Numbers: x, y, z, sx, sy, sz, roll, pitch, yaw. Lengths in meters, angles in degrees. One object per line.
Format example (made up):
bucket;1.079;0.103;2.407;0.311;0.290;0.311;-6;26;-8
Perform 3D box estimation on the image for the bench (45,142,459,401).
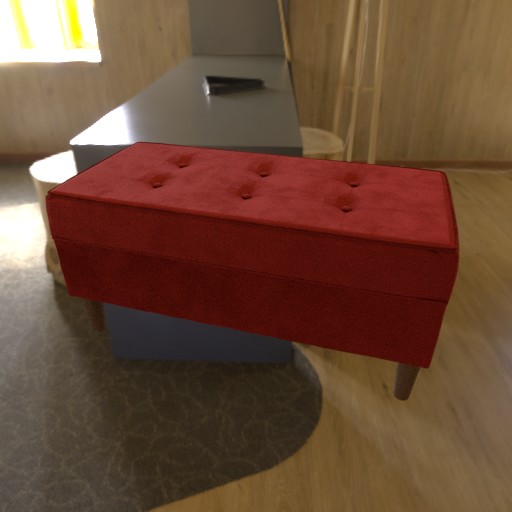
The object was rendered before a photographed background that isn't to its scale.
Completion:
bench;0.000;0.000;1.310;1.016;0.471;0.492;9;32;15
